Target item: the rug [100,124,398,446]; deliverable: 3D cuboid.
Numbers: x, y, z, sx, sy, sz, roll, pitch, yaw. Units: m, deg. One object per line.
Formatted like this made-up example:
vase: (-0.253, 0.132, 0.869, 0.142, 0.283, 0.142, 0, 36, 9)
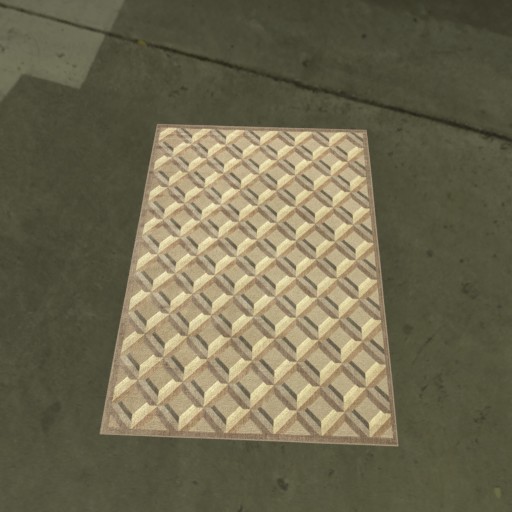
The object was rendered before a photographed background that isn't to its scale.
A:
rug: (0.000, 0.000, 4.271, 2.382, 0.018, 3.294, 2, 63, 1)
